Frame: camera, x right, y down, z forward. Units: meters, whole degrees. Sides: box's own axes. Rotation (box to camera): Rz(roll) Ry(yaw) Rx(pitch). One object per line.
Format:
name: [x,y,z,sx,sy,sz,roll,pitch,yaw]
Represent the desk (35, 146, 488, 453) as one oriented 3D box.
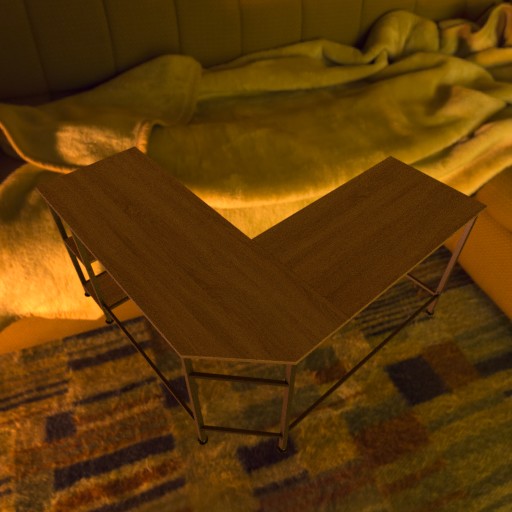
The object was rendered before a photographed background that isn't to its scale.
desk: [0.000,0.000,2.170,1.379,0.739,1.379,-32,54,-27]
